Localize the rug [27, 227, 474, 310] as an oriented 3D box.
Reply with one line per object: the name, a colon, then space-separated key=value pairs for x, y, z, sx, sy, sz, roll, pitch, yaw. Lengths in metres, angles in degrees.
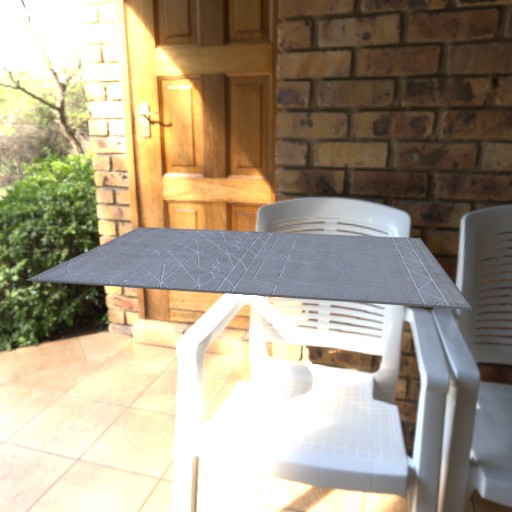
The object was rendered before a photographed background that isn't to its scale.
rug: x=0.000 y=0.000 z=3.094 sx=2.438 sy=0.012 sz=1.524 roll=3 pitch=16 yaw=10
